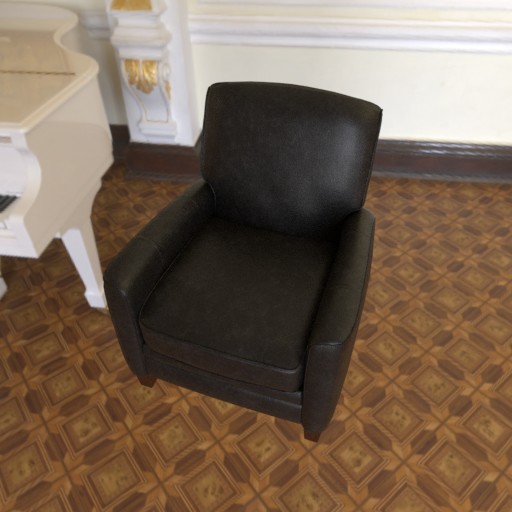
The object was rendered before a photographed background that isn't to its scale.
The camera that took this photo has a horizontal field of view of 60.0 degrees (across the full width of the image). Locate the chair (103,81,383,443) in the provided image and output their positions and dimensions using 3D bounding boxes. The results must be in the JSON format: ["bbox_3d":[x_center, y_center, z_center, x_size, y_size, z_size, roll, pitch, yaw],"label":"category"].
[{"bbox_3d":[0.000,0.000,1.670,0.848,1.014,0.864,13,42,15],"label":"chair"}]
